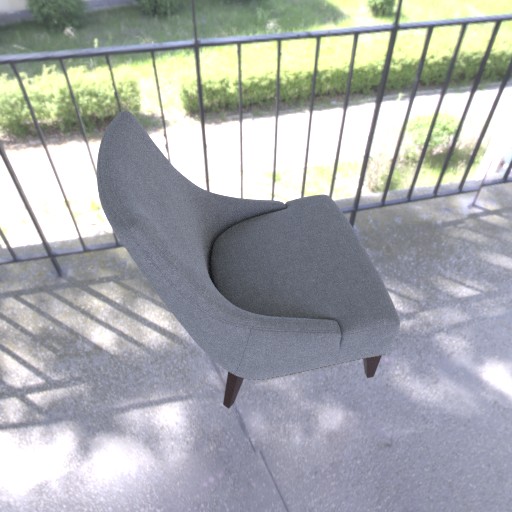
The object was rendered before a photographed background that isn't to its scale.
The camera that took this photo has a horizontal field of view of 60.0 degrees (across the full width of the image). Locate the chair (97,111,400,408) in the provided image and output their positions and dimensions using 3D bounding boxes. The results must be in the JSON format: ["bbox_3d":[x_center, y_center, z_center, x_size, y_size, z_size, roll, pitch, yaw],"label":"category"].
[{"bbox_3d":[0.000,0.000,1.541,0.861,0.909,0.701,-10,47,-9],"label":"chair"}]
